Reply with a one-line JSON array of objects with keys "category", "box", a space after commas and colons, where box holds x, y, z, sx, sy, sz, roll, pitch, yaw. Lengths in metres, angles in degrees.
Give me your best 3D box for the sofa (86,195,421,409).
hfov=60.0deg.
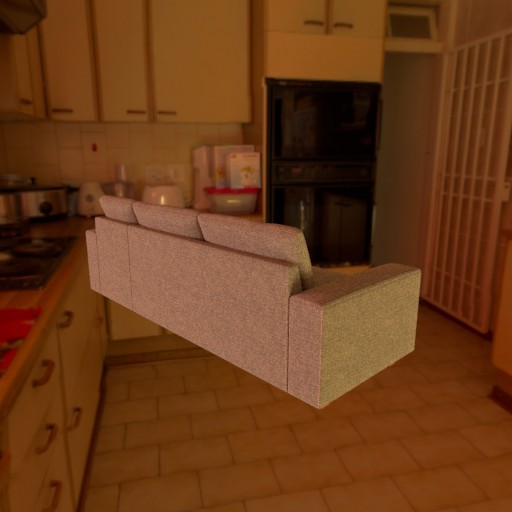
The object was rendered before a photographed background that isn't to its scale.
[{"category": "sofa", "box": [0.000, 0.000, 3.650, 1.689, 0.940, 2.718, -13, 19, -42]}]
